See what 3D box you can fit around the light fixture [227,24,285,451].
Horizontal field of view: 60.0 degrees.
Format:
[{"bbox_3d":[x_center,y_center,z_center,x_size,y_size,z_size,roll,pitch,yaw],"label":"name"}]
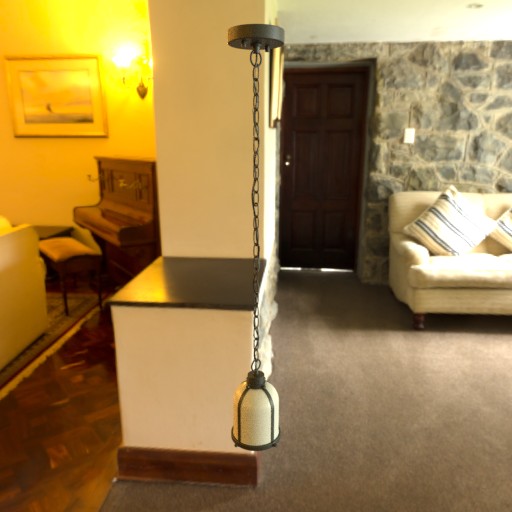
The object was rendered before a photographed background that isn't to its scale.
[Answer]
[{"bbox_3d":[0.000,0.000,1.273,0.178,1.181,0.178,-14,20,-43],"label":"light fixture"}]
